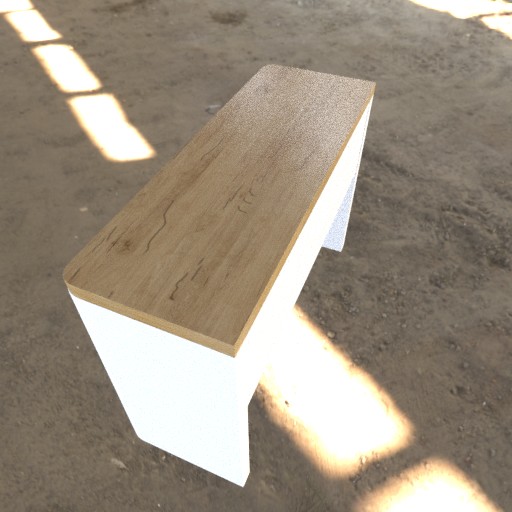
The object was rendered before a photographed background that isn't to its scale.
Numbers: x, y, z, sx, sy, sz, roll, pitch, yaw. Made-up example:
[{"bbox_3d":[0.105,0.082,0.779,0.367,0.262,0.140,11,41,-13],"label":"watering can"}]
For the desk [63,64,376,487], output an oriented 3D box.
[{"bbox_3d":[0.000,0.000,1.436,0.390,0.760,1.100,17,48,16],"label":"desk"}]
